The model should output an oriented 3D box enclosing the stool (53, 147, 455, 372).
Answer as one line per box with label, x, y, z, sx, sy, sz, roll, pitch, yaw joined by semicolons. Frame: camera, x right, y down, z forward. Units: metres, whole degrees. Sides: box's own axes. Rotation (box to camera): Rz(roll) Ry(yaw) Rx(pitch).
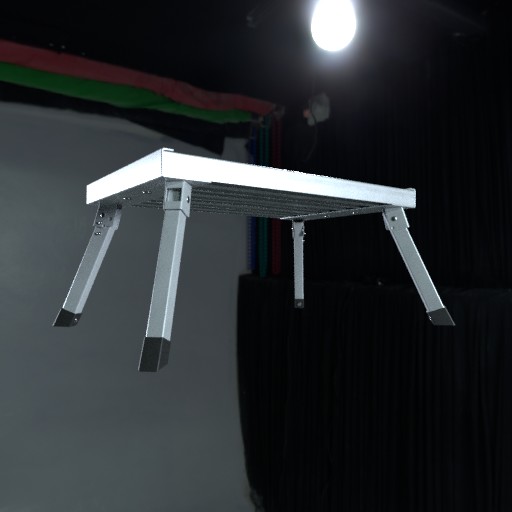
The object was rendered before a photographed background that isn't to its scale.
stool;0.000;0.000;0.718;0.535;0.225;0.385;1;-1;-36
